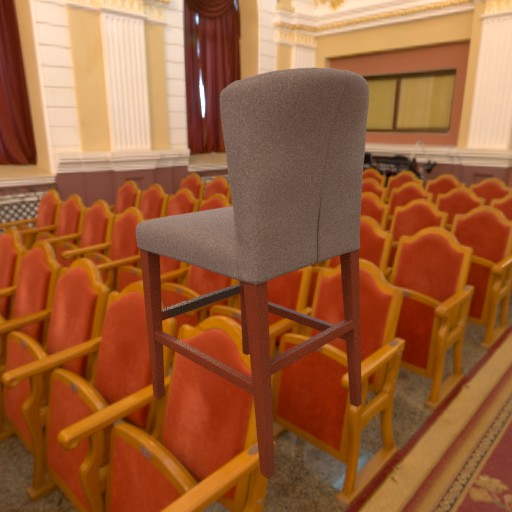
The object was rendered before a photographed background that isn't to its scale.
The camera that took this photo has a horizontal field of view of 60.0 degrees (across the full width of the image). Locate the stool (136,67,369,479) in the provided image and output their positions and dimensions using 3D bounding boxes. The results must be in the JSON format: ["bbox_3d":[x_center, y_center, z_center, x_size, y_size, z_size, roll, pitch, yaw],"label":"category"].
[{"bbox_3d":[0.000,0.000,1.297,0.568,0.968,0.481,15,21,42],"label":"stool"}]
